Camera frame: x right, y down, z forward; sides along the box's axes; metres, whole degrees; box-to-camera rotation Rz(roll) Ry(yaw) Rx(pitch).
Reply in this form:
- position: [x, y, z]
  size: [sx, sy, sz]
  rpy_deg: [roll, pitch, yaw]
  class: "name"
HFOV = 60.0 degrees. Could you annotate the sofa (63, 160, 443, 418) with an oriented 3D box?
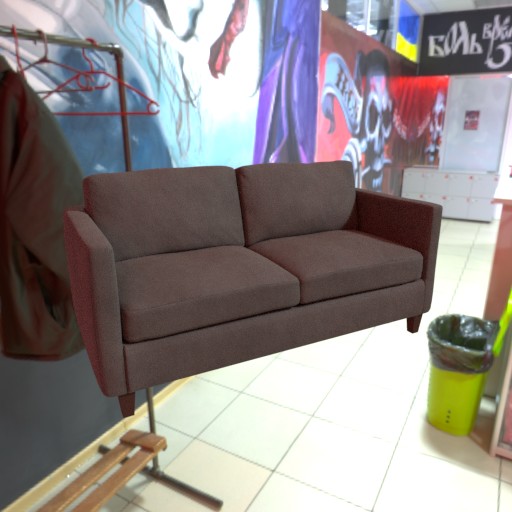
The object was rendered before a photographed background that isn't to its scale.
- position: [0.000, 0.000, 2.472]
  size: [1.884, 0.963, 0.950]
  rpy_deg: [-9, 19, -26]
  class: "sofa"
